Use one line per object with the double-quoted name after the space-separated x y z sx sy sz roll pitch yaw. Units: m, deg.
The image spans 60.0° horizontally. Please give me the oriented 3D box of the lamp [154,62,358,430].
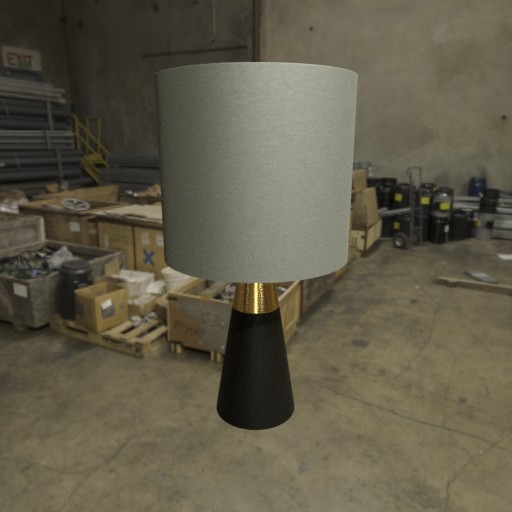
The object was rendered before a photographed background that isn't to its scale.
0.000 0.000 0.759 0.308 0.580 0.308 8 17 27 "lamp"
